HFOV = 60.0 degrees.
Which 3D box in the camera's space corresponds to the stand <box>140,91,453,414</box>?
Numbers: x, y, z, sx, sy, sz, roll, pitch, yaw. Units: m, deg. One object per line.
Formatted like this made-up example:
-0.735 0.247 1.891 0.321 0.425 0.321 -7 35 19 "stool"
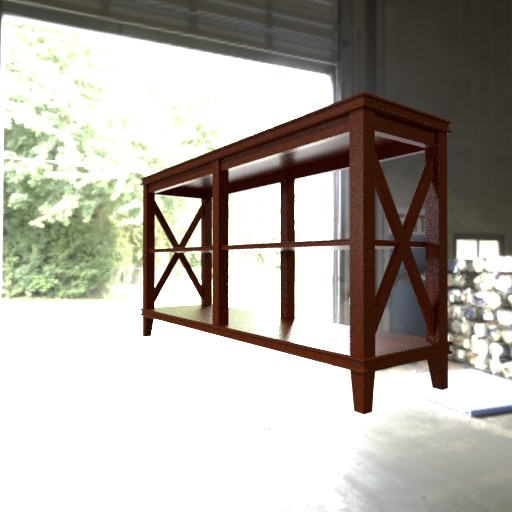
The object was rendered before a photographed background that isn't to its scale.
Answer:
0.000 0.000 1.702 0.381 0.762 1.372 0 -1 -36 "stand"
